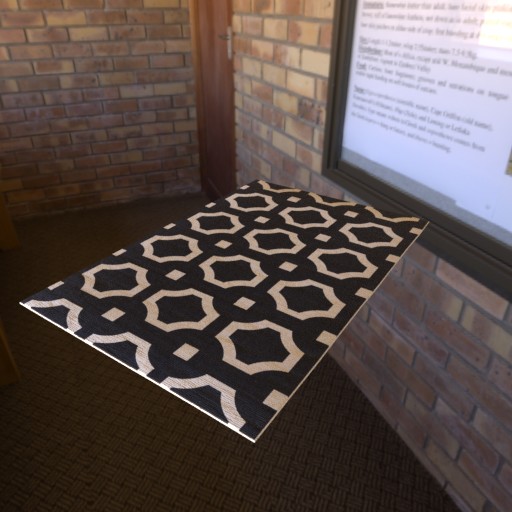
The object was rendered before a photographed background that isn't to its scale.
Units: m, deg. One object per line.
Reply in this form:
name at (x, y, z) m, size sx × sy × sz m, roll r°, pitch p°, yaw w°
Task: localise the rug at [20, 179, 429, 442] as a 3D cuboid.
rug at (0.000, 0.000, 2.848) m, size 1.555 × 0.016 × 2.286 m, roll 19°, pitch 35°, yaw 29°
